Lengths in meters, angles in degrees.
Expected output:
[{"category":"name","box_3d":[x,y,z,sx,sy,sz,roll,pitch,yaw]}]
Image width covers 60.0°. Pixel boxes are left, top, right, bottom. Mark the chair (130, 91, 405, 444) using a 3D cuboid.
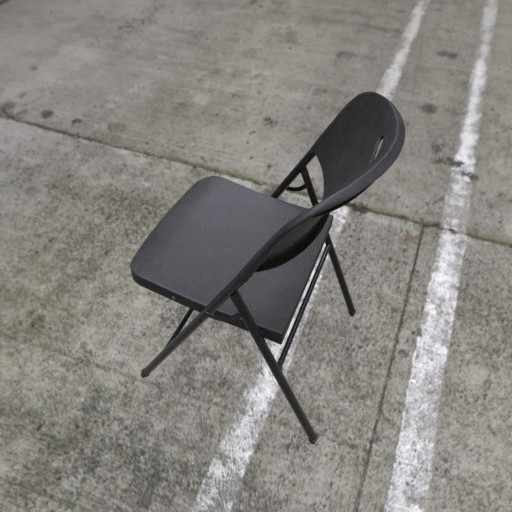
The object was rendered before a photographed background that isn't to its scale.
[{"category":"chair","box_3d":[0.000,0.000,1.147,0.566,0.810,0.494,16,48,15]}]
